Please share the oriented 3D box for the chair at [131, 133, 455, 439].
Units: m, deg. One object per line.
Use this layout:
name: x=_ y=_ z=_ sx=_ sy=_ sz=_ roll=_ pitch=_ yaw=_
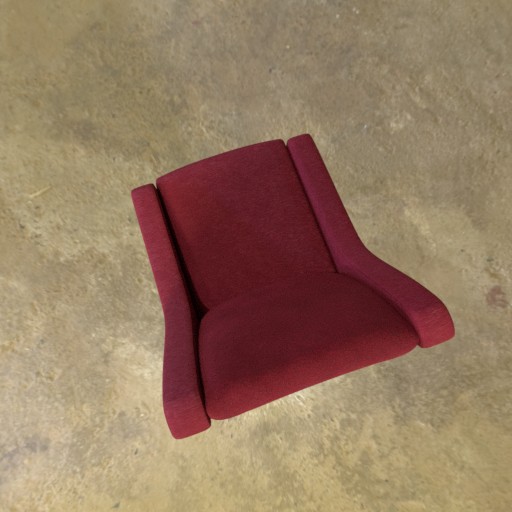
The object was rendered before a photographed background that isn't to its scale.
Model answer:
chair: x=0.000 y=0.000 z=1.706 sx=0.793 sy=1.017 sz=0.985 roll=-19 pitch=77 yaw=-5
